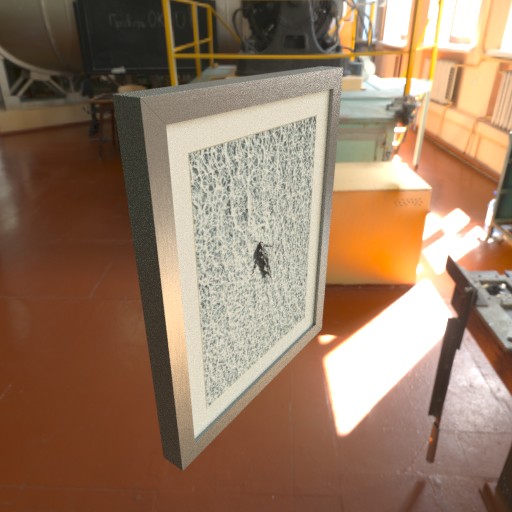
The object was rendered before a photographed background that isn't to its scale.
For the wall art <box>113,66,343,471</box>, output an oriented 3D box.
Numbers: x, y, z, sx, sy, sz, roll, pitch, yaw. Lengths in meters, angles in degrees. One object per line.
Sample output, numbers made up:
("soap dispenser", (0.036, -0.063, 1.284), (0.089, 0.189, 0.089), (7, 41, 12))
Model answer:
("wall art", (0.000, 0.000, 0.505), (0.030, 0.379, 0.308), (18, 33, 31))
